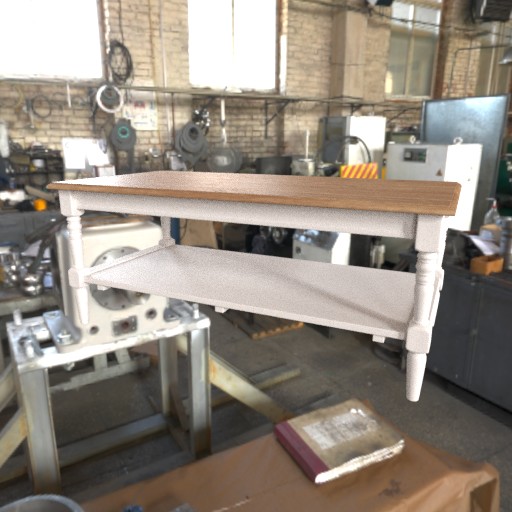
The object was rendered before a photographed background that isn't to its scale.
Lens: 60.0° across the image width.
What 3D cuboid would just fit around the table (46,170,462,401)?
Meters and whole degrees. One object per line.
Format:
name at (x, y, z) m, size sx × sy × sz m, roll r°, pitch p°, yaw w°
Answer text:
table at (0.000, 0.000, 1.387) m, size 1.118 × 0.458 × 0.559 m, roll 7°, pitch 16°, yaw 24°
